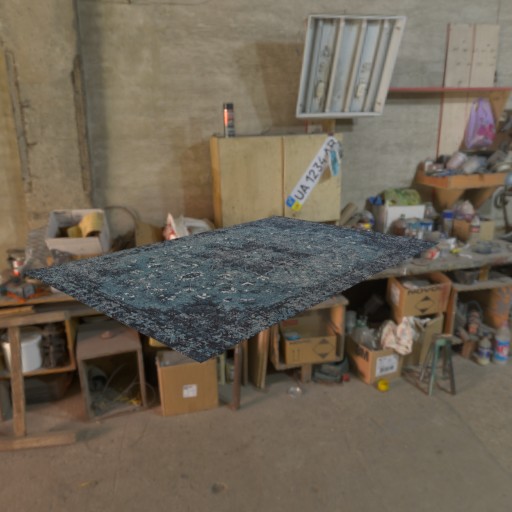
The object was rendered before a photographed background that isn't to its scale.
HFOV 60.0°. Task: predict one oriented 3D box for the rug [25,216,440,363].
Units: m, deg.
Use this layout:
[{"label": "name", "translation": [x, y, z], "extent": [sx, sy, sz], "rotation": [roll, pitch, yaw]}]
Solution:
[{"label": "rug", "translation": [0.000, 0.000, 2.299], "extent": [1.219, 0.005, 1.828], "rotation": [14, 21, 40]}]
